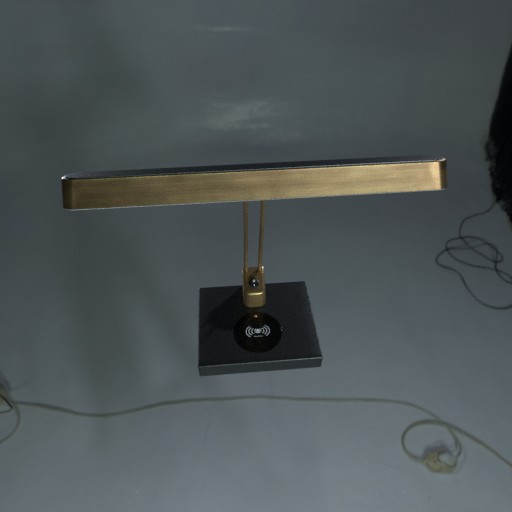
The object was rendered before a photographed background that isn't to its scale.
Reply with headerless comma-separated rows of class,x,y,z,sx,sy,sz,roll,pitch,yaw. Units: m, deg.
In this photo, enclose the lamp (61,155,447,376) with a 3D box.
lamp,0.000,0.000,0.607,0.412,0.345,0.156,-4,45,-4
